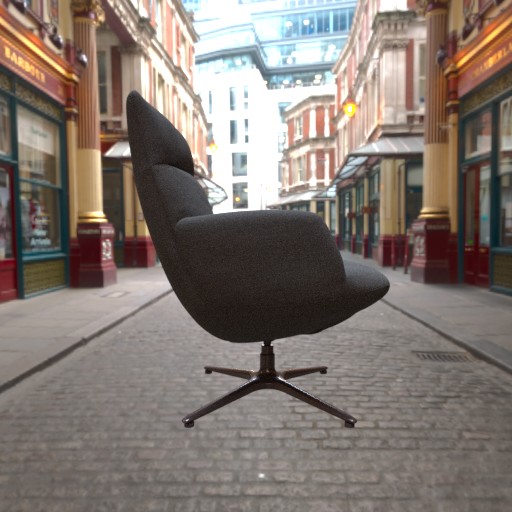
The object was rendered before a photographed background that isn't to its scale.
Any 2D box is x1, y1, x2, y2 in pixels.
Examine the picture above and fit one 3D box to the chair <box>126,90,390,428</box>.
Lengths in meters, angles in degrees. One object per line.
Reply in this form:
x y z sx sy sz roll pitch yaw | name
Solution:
0.000 0.000 1.550 0.831 0.984 0.702 0 2 0 | chair
